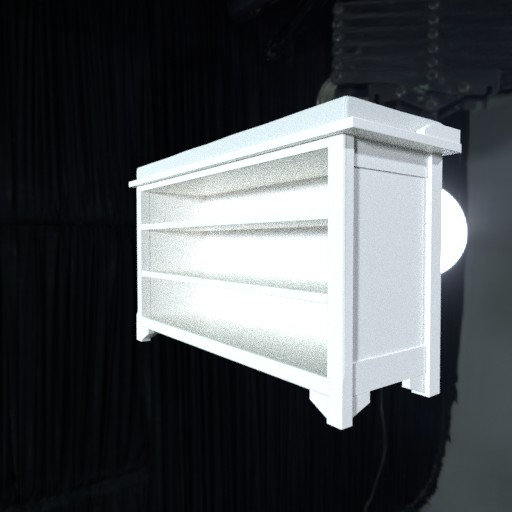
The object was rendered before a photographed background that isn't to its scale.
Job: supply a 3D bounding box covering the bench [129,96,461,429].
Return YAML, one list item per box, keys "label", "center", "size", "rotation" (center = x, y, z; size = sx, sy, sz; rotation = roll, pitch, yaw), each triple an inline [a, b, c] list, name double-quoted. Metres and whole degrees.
- label: "bench"
  center: [0.000, 0.000, 1.236]
  size: [0.346, 0.589, 0.987]
  rotation: [-1, 2, -37]
